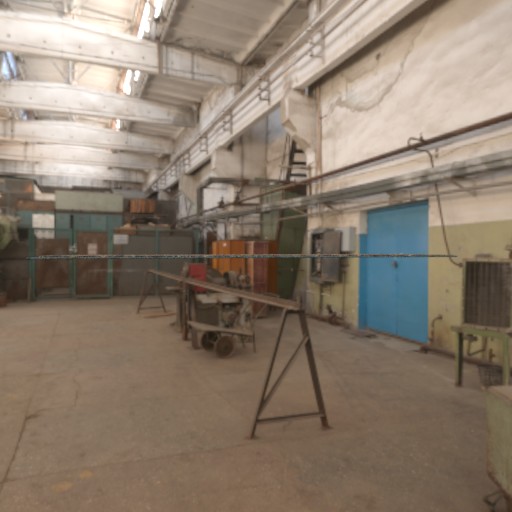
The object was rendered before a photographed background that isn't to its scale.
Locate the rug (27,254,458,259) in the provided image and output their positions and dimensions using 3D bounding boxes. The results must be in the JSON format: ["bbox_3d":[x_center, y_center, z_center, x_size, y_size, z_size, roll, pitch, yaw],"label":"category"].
[{"bbox_3d":[0.000,0.000,2.575,2.292,0.014,0.685,0,1,-19],"label":"rug"}]
